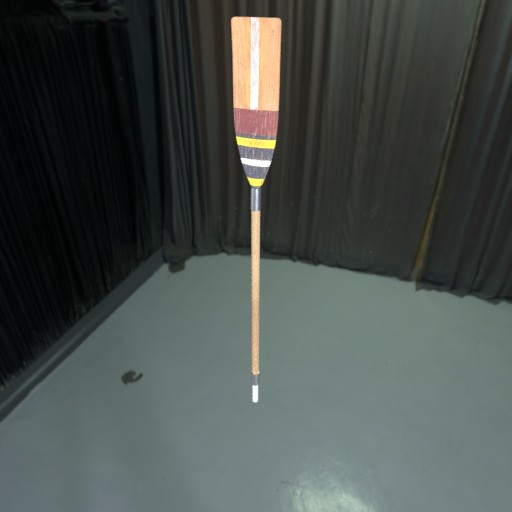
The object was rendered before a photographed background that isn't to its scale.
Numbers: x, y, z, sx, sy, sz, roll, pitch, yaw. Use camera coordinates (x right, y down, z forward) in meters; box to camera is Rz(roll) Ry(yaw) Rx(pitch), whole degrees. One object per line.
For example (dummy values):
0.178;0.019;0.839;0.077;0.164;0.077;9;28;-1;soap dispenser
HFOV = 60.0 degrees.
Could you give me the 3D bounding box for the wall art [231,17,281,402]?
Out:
0.000;0.000;1.639;0.146;1.556;0.038;10;32;16;wall art
